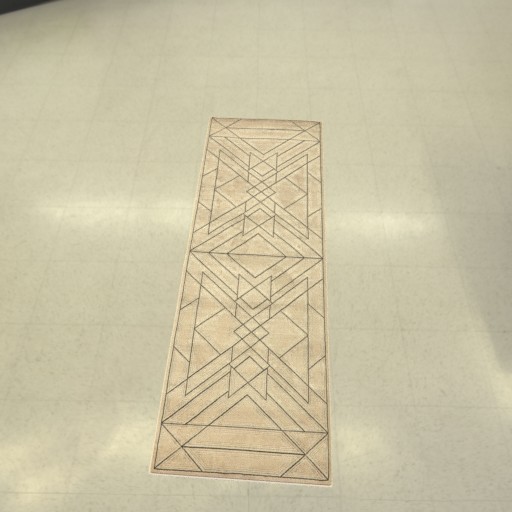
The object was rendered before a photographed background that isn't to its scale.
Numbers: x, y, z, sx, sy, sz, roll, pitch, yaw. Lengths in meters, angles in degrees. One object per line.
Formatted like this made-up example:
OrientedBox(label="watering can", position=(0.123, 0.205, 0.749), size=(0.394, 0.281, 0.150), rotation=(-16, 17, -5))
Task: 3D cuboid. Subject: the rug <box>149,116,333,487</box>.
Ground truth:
OrientedBox(label="rug", position=(0.000, 0.000, 2.610), size=(0.831, 0.036, 2.381), rotation=(3, 58, 2))
